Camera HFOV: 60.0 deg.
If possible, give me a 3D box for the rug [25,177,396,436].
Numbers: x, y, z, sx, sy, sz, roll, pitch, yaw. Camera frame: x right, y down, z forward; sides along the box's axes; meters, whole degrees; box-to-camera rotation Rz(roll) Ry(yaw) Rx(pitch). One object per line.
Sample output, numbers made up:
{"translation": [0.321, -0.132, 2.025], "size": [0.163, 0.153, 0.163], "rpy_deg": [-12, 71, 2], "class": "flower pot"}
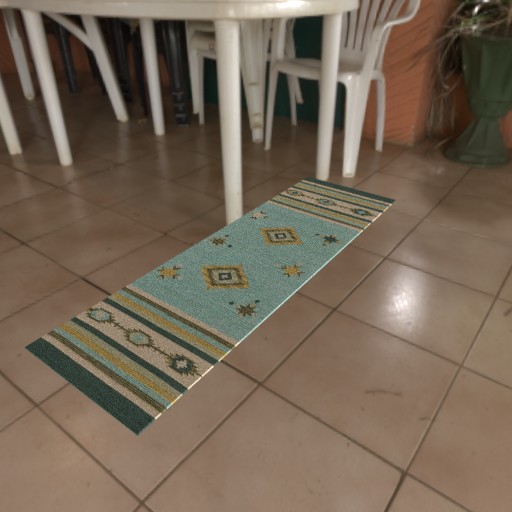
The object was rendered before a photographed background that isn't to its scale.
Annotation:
{"translation": [0.000, 0.000, 2.607], "size": [0.744, 0.010, 2.441], "rpy_deg": [22, 38, 30], "class": "rug"}
